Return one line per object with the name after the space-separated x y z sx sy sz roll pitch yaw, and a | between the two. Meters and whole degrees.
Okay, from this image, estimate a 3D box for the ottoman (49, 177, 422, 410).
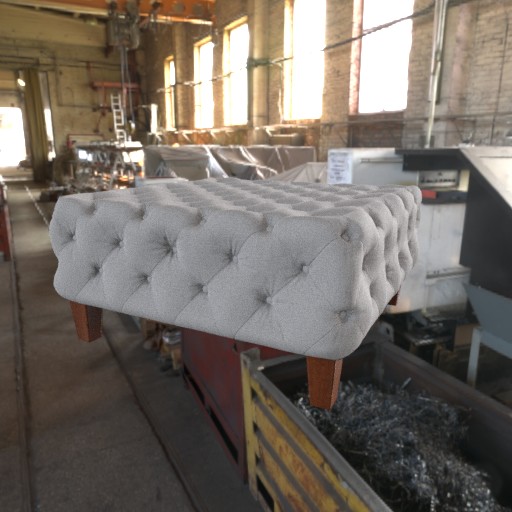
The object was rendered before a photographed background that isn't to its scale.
0.000 0.000 1.195 0.764 0.365 0.758 7 16 27 | ottoman
